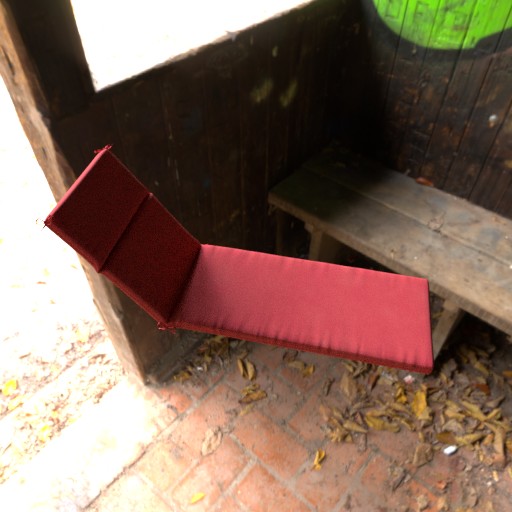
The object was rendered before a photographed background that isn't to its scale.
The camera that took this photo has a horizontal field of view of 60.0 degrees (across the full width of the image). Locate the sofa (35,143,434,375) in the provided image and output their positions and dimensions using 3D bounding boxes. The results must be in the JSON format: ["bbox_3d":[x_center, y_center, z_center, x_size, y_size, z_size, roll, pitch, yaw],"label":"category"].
[{"bbox_3d":[0.000,0.000,1.989,1.663,0.622,0.582,9,47,8],"label":"sofa"}]
